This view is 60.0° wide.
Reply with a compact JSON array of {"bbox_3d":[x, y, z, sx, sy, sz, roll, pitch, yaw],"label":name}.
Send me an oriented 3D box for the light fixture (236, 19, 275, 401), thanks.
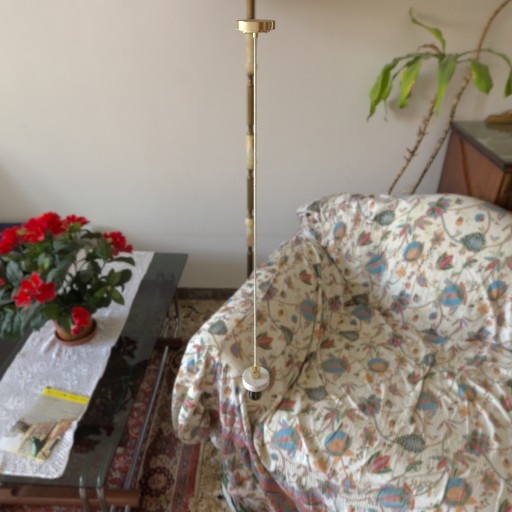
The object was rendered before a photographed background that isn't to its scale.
[{"bbox_3d":[0.000,0.000,1.776,0.129,1.669,0.129,-20,37,-29],"label":"light fixture"}]
